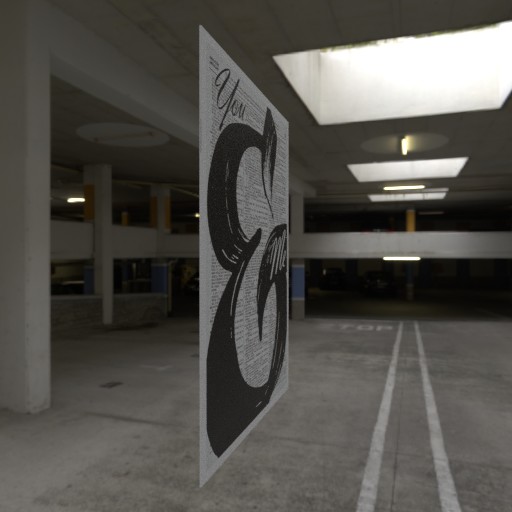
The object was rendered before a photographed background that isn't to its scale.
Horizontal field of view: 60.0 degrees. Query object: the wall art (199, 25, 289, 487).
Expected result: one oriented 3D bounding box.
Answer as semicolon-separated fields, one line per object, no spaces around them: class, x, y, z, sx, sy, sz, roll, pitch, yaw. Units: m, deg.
wall art;0.000;0.000;0.801;0.003;0.609;0.457;0;0;19
